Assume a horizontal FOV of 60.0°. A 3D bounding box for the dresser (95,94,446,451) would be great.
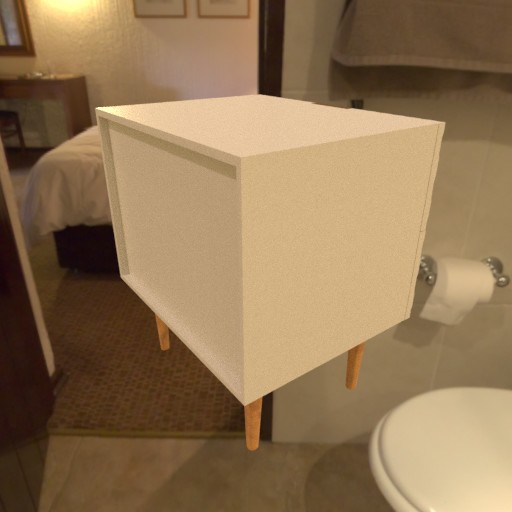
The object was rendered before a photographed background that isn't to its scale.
[{"bbox_3d":[0.000,0.000,0.922,0.414,0.568,0.503,-18,31,-32],"label":"dresser"}]
